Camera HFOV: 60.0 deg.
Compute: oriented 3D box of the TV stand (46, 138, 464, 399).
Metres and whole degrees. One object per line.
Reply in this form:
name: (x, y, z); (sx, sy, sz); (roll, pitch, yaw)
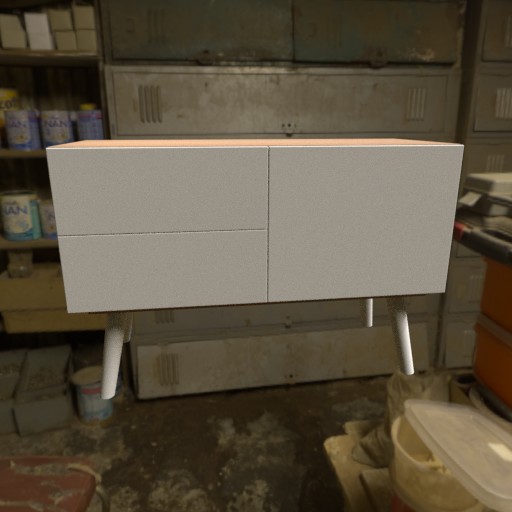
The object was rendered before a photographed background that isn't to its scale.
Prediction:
TV stand: (0.000, 0.000, 1.325); (0.991, 0.660, 0.407); (-2, 17, -8)
